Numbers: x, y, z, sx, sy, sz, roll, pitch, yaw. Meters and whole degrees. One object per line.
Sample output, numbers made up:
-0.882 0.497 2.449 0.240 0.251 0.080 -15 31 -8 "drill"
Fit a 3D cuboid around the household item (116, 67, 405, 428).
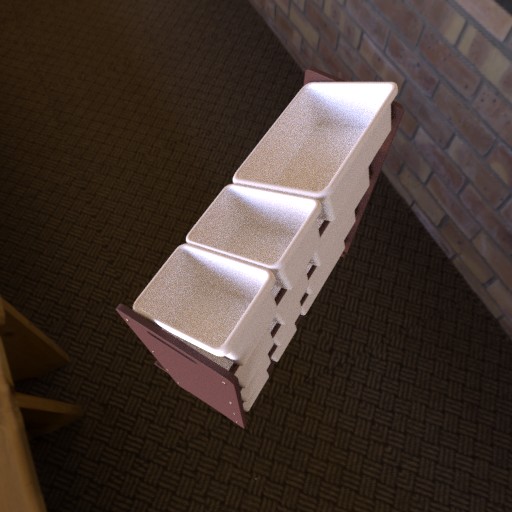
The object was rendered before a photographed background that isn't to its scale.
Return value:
0.000 0.000 1.305 0.389 0.864 0.787 29 67 14 "household item"
